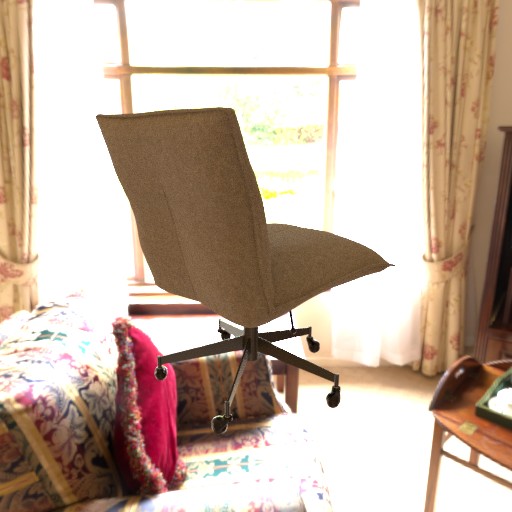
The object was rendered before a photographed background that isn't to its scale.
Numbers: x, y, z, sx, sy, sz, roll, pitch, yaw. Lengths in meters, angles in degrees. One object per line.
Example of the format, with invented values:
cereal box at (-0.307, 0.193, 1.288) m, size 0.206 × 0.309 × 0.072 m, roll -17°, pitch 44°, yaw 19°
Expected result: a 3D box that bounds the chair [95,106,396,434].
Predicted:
chair at (0.000, 0.000, 1.327) m, size 0.696 × 0.811 × 0.597 m, roll -13°, pitch 20°, yaw -40°
